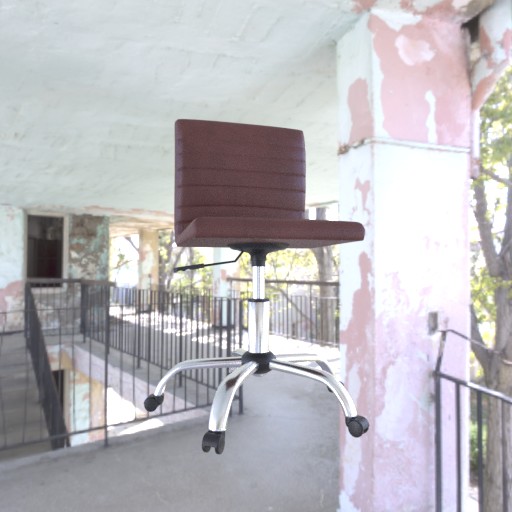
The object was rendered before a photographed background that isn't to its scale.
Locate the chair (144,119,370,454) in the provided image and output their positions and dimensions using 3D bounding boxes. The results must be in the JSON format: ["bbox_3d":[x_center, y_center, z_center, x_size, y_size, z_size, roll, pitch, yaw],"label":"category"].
[{"bbox_3d":[0.000,0.000,1.147,0.556,0.780,0.530,0,-2,-16],"label":"chair"}]
